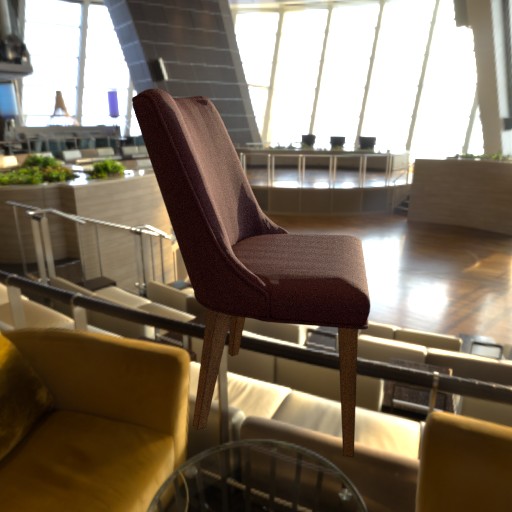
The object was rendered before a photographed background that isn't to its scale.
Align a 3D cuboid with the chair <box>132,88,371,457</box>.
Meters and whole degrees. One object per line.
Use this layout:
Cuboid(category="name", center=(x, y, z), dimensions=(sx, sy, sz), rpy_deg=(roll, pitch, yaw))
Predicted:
Cuboid(category="chair", center=(0.000, 0.000, 1.317), dimensions=(0.638, 0.916, 0.548), rpy_deg=(3, 18, 10))
